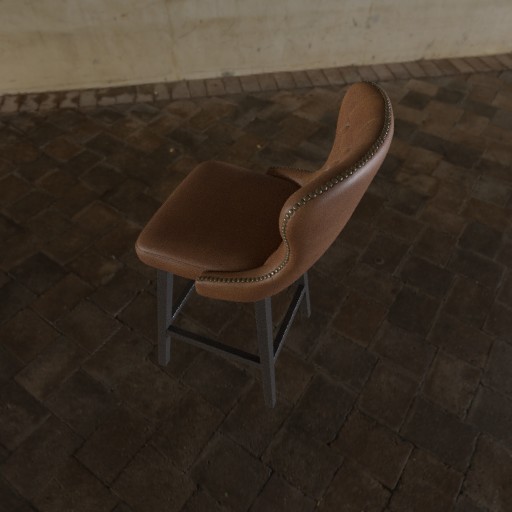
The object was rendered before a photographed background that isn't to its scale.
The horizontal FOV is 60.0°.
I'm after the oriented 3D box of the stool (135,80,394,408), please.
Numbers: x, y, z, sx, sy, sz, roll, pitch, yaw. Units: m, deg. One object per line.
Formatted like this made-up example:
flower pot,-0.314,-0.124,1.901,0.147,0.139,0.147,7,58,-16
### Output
stool,0.000,0.000,1.317,0.593,0.971,0.528,17,49,15
